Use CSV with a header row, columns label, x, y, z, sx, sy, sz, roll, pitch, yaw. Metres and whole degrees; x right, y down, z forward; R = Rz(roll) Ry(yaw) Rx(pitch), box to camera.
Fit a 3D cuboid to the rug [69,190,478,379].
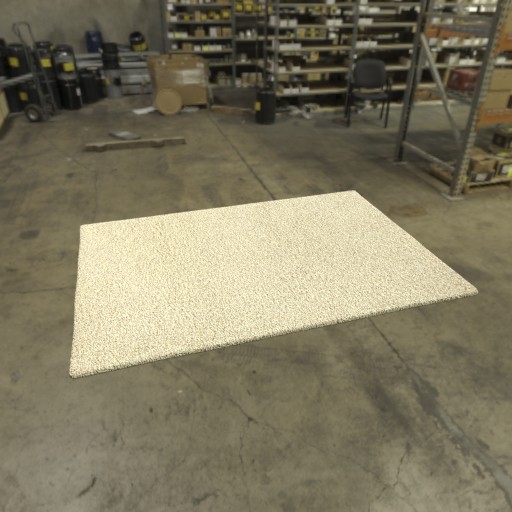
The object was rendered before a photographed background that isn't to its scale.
label,x,y,z,sx,sy,sz,roll,pitch,yaw
rug,0.000,0.000,2.314,1.778,0.030,1.219,-9,33,-14
